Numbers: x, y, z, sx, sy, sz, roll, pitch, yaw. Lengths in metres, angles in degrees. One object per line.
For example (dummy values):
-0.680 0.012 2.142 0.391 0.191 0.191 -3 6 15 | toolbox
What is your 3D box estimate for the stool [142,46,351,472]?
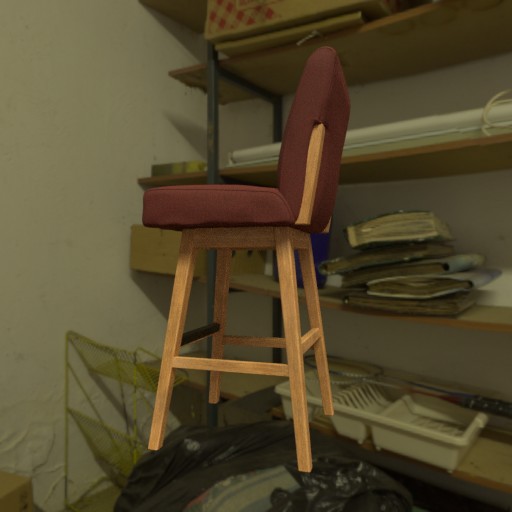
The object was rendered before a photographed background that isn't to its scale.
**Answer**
0.000 0.000 1.396 0.562 1.093 0.468 0 -1 17 | stool
